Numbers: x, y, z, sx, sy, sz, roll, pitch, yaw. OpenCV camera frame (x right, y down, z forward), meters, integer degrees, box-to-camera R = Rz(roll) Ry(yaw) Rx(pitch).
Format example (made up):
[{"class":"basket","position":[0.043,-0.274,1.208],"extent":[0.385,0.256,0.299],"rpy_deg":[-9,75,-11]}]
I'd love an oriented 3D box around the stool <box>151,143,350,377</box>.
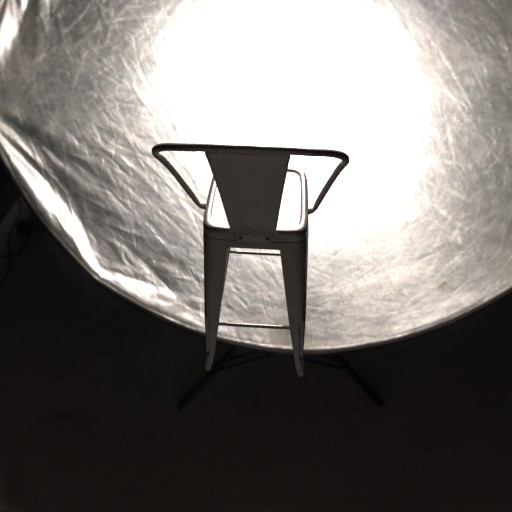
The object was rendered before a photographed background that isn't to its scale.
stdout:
[{"class":"stool","position":[0.000,0.000,1.359],"extent":[0.399,1.096,0.513],"rpy_deg":[3,47,3]}]
